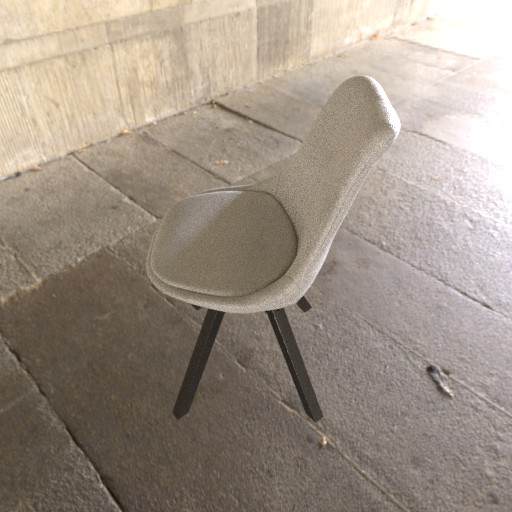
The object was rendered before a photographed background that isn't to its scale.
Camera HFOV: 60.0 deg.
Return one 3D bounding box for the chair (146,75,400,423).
[{"bbox_3d":[0.000,0.000,1.165,0.550,0.850,0.485,0,41,0],"label":"chair"}]
